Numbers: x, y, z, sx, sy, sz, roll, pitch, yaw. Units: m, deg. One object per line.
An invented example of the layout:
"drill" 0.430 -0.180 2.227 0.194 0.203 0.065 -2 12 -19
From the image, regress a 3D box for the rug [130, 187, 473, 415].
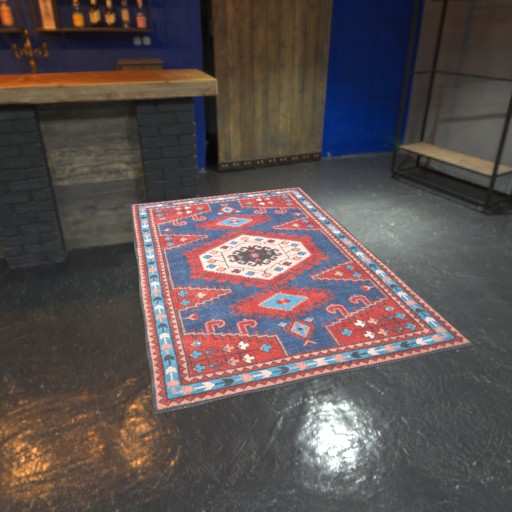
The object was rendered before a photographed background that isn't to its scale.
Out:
"rug" 0.000 0.000 2.310 1.207 0.012 1.820 -8 30 -14
